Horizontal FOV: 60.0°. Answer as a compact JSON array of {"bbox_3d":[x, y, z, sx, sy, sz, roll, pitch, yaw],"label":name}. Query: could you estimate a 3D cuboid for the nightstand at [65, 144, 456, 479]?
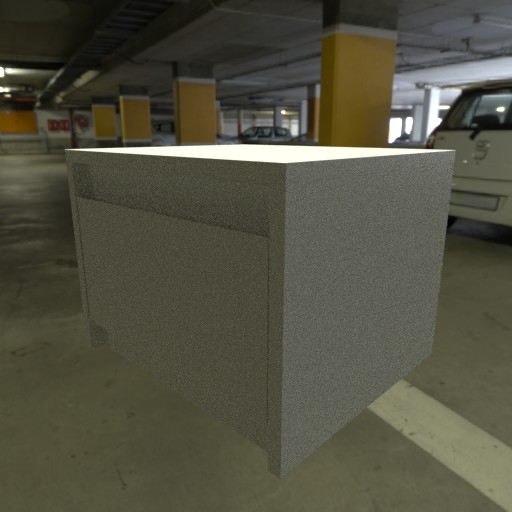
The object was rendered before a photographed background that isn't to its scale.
[{"bbox_3d":[0.000,0.000,0.752,0.470,0.351,0.408,15,21,42],"label":"nightstand"}]
